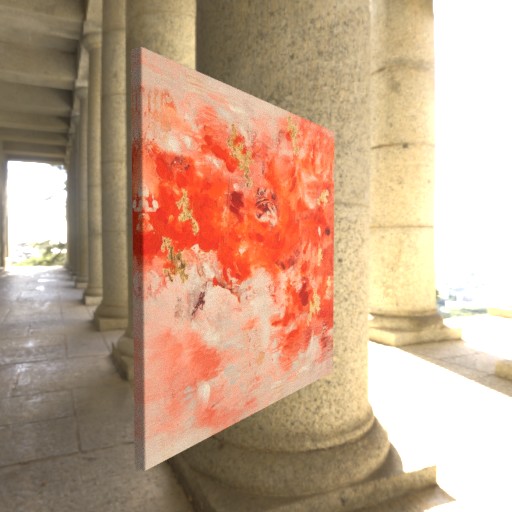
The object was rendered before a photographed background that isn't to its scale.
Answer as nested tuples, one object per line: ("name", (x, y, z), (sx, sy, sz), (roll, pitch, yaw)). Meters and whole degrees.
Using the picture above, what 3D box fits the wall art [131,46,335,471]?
("wall art", (0.000, 0.000, 1.284), (0.066, 0.878, 0.878), (1, 2, 36))
